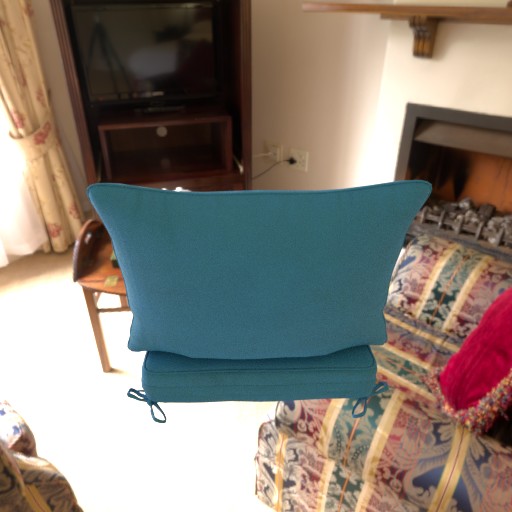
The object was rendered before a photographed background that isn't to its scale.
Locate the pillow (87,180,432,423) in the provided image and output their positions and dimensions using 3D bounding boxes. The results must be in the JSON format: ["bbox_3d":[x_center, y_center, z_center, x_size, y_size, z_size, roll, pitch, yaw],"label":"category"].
[{"bbox_3d":[0.000,0.000,1.398,0.798,0.725,0.733,-1,31,-2],"label":"pillow"}]
